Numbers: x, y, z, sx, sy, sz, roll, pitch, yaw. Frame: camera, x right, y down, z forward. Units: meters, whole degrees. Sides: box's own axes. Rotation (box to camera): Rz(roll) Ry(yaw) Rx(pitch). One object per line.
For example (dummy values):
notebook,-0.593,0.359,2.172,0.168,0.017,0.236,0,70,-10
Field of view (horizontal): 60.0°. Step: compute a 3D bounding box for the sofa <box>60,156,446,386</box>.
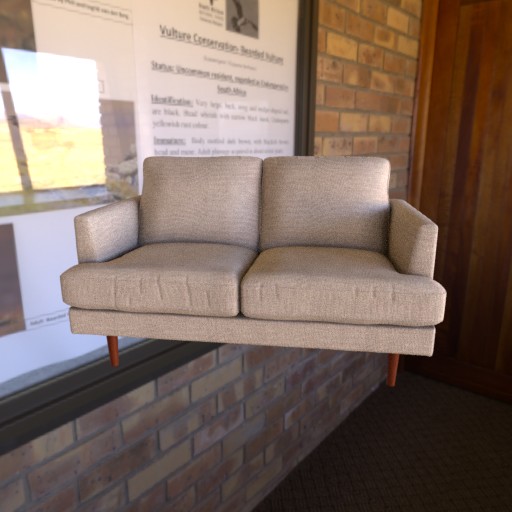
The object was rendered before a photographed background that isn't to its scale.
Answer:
sofa,0.000,0.000,2.182,1.582,0.944,0.903,2,15,8
